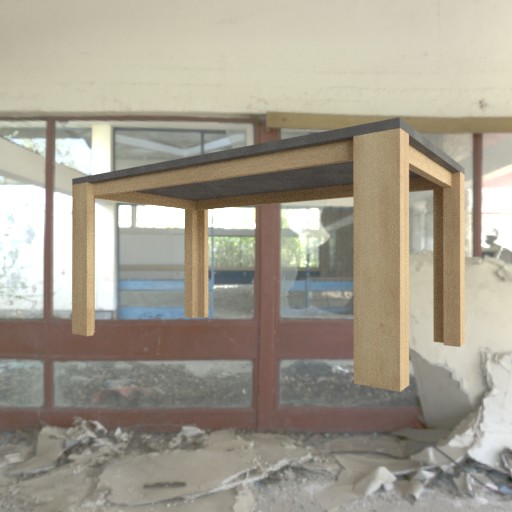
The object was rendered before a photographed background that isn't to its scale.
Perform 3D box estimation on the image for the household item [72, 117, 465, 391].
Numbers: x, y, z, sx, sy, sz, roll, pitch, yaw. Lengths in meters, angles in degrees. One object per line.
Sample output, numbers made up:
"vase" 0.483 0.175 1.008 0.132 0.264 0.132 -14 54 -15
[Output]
"household item" 0.000 0.000 2.033 1.600 0.755 0.850 0 0 36
